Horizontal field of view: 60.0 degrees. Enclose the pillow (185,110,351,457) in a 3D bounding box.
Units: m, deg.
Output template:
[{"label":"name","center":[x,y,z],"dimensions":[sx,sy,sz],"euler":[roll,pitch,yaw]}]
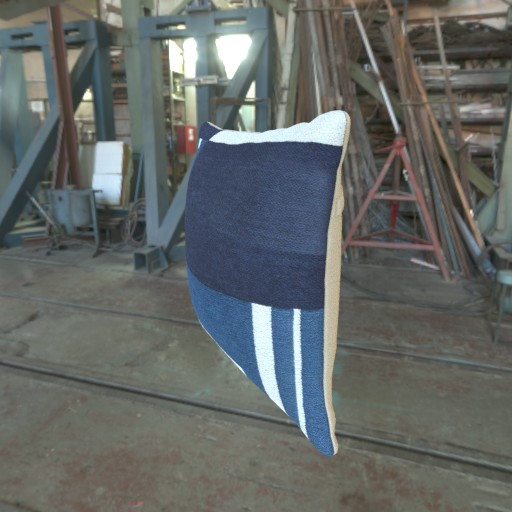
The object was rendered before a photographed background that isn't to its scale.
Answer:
[{"label":"pillow","center":[0.000,0.000,0.835],"dimensions":[0.229,0.506,0.536],"euler":[-8,18,-25]}]
